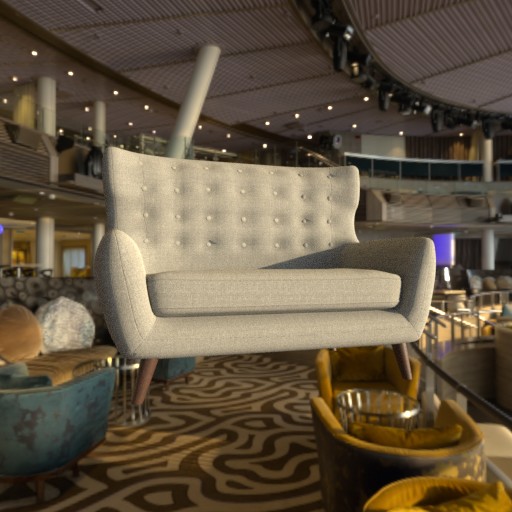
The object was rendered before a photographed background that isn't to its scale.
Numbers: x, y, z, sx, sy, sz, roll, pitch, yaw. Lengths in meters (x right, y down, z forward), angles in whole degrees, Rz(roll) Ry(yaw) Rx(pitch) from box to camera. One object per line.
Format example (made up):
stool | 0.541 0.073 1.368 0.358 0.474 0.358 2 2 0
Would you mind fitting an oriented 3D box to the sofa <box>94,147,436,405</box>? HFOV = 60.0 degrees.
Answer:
sofa | 0.000 0.000 2.044 1.386 1.028 0.884 0 -1 -18
